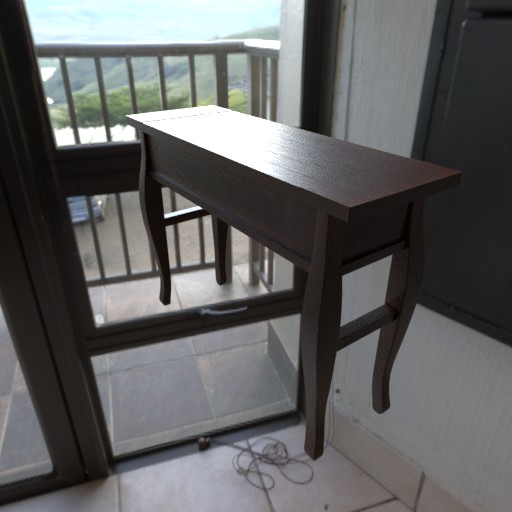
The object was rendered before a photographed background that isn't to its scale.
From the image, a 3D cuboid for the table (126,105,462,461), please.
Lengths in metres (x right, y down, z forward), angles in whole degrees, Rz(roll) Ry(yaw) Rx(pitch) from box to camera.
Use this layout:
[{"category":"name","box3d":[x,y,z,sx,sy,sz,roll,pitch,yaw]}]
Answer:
[{"category":"table","box3d":[0.000,0.000,1.446,0.373,0.768,1.062,-19,33,-31]}]
